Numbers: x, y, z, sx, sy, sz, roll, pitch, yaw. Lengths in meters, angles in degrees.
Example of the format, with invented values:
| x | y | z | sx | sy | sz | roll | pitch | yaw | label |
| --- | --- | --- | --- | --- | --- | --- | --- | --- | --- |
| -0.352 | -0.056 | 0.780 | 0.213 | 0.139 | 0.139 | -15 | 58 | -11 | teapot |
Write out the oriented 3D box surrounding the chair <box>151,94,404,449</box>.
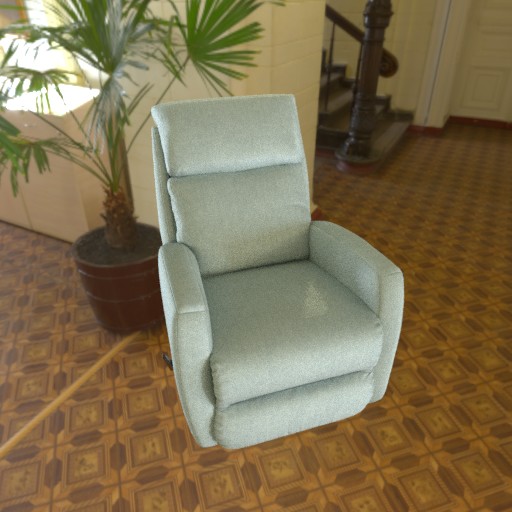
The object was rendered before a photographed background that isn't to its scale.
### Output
| x | y | z | sx | sy | sz | roll | pitch | yaw | label |
| --- | --- | --- | --- | --- | --- | --- | --- | --- | --- |
| 0.000 | 0.000 | 1.691 | 0.812 | 1.013 | 0.940 | -10 | 33 | -15 | chair |
